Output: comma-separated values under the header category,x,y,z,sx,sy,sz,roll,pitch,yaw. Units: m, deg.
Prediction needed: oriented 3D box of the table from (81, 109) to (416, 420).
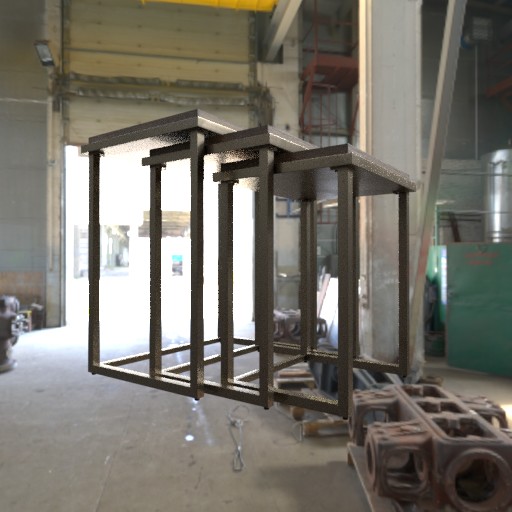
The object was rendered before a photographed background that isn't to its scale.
category,x,y,z,sx,sy,sz,roll,pitch,yaw
table,0.000,0.000,1.159,0.706,0.610,0.559,0,0,35
